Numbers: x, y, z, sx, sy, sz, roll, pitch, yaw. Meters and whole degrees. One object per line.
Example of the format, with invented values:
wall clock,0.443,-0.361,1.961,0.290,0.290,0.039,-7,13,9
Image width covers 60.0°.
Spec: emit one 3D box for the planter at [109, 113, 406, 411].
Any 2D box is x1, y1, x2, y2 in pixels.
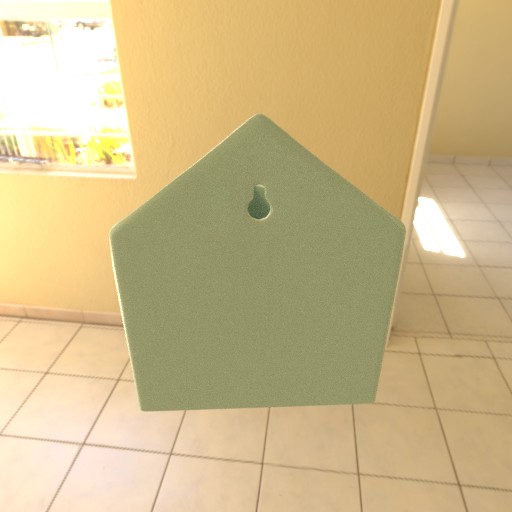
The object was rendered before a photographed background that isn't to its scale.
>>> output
planter,0.000,0.000,0.291,0.164,0.197,0.079,-1,30,-2
